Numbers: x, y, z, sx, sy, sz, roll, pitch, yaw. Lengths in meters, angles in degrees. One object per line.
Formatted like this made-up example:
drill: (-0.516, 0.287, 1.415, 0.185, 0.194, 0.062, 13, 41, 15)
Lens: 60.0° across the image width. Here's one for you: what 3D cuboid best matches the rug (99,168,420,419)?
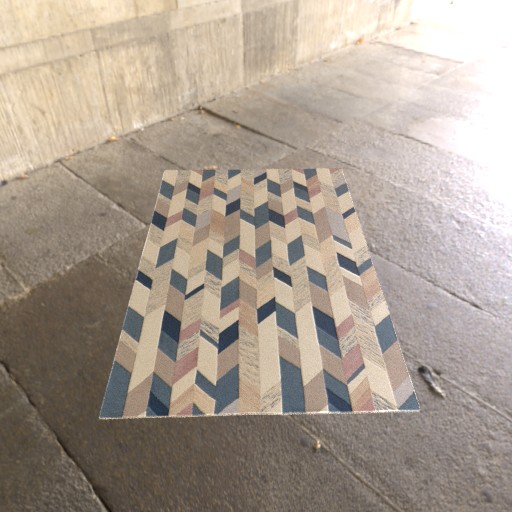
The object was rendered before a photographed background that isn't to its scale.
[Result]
rug: (0.000, 0.000, 2.322, 1.202, 0.006, 1.813, -1, 41, -1)
